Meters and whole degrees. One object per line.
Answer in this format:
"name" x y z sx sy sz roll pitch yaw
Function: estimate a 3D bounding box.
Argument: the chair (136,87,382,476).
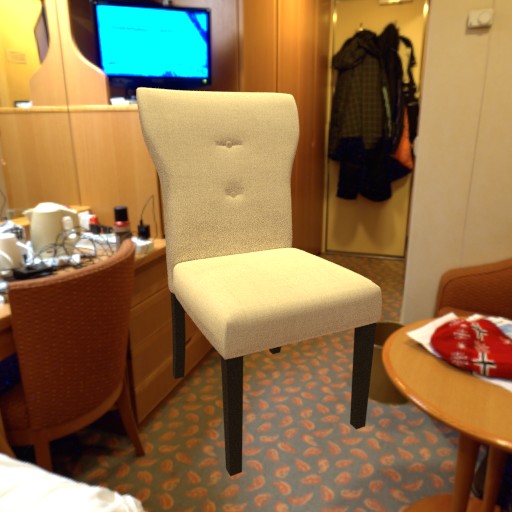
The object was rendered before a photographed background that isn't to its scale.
"chair" 0.000 0.000 1.269 0.509 0.921 0.597 -8 19 -25
